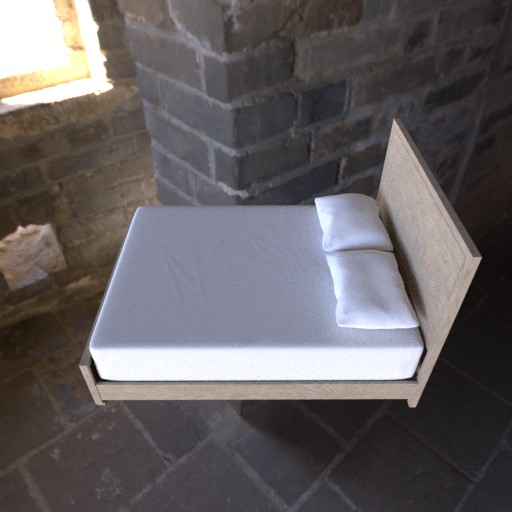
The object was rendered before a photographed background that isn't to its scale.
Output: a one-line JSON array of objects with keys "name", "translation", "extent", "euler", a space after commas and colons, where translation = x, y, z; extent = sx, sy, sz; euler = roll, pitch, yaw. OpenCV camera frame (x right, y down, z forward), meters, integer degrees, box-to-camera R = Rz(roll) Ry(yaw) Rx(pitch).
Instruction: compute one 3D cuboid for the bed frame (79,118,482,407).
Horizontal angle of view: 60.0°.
[{"name": "bed frame", "translation": [0.000, 0.000, 3.204], "extent": [2.189, 1.369, 1.606], "euler": [0, 41, 0]}]
